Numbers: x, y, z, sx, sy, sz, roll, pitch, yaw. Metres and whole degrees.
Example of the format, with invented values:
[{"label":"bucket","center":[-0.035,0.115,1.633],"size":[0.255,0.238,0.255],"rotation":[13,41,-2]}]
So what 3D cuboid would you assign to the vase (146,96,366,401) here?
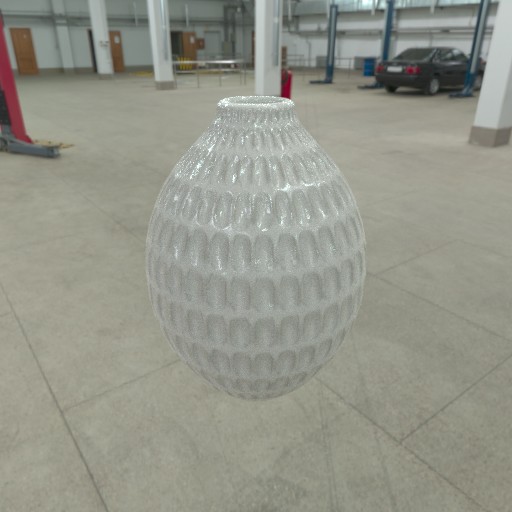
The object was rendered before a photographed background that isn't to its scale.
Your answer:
[{"label":"vase","center":[0.000,0.000,0.333],"size":[0.162,0.223,0.162],"rotation":[0,26,0]}]
